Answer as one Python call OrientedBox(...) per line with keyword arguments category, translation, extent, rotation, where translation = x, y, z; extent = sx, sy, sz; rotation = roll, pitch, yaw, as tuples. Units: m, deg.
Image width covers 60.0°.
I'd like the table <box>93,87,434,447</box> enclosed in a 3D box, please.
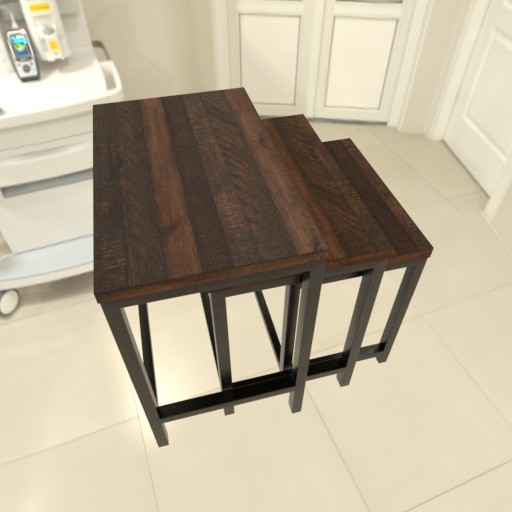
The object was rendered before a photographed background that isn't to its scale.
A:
OrientedBox(category="table", translation=(0.000, 0.000, 1.146), extent=(0.660, 0.616, 0.608), rotation=(-11, 47, -10))
